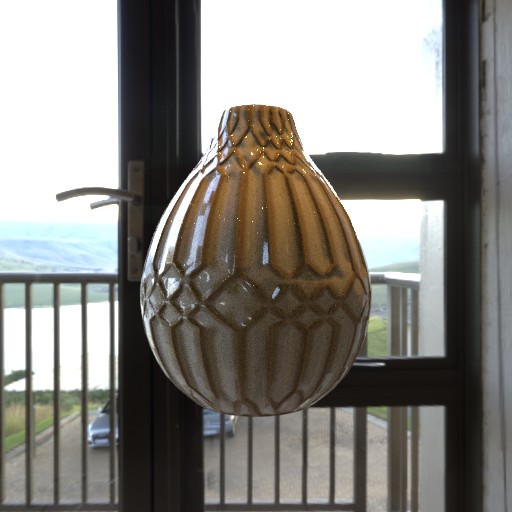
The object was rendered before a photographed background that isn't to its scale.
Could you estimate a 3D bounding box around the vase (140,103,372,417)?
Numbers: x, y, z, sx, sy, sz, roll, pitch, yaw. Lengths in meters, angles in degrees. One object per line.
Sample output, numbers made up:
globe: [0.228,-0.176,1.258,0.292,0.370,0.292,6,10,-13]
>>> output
vase: [0.000,0.000,0.315,0.159,0.200,0.159,0,0,0]
